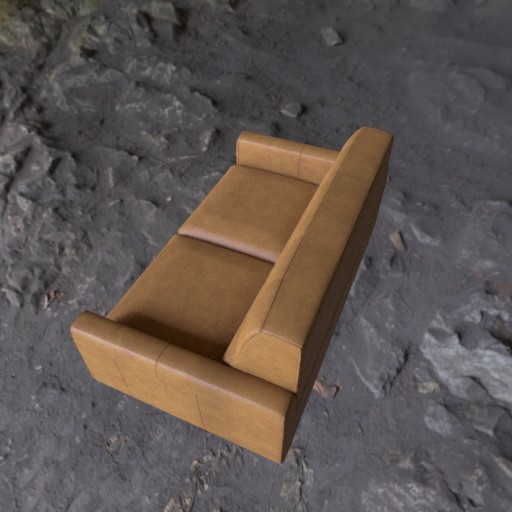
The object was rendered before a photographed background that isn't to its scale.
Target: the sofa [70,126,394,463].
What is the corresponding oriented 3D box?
[{"bbox_3d":[0.000,0.000,2.255,0.952,0.925,1.651,18,49,16],"label":"sofa"}]
